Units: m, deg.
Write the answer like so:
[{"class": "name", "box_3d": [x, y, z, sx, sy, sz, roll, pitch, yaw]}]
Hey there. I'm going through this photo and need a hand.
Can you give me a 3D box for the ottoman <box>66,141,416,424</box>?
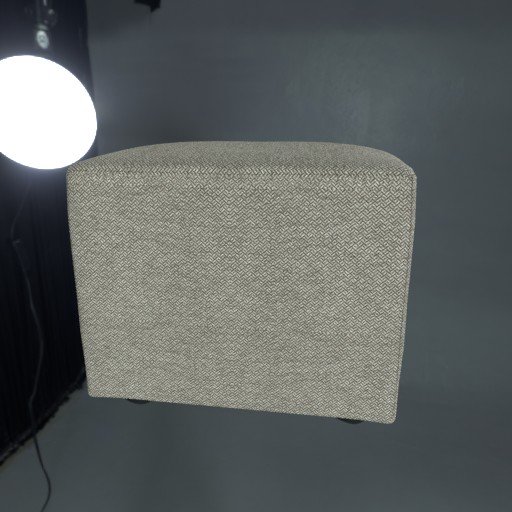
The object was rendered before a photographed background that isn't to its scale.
[{"class": "ottoman", "box_3d": [0.000, 0.000, 0.905, 0.519, 0.453, 0.512, 2, 16, 8]}]
